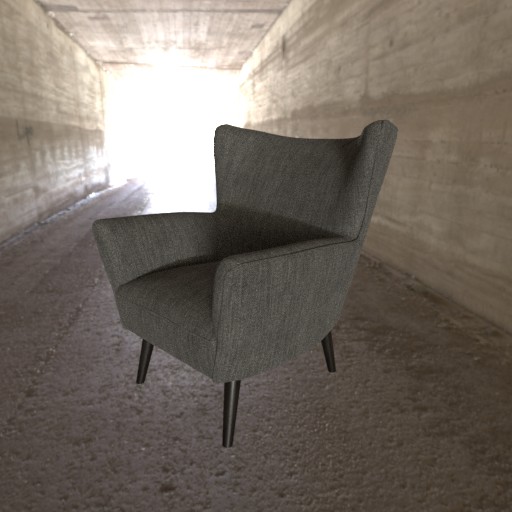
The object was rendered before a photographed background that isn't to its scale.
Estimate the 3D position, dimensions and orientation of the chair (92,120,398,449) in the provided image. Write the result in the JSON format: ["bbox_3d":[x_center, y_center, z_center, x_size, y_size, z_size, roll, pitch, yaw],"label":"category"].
[{"bbox_3d":[0.000,0.000,1.600,0.888,0.933,0.781,-15,21,-43],"label":"chair"}]
